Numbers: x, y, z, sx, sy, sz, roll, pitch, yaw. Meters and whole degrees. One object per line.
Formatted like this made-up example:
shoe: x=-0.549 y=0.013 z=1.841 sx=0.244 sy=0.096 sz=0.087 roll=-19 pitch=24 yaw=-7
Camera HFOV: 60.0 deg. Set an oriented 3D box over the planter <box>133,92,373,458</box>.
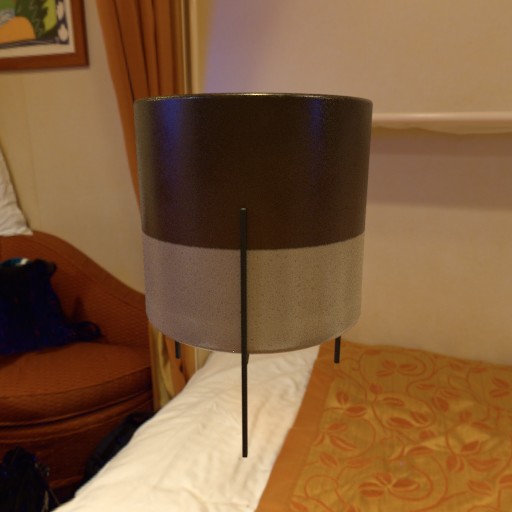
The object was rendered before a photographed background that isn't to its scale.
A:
planter: x=0.000 y=0.000 z=0.713 sx=0.354 sy=0.465 sz=0.345 roll=-7 pitch=17 yaw=-26
